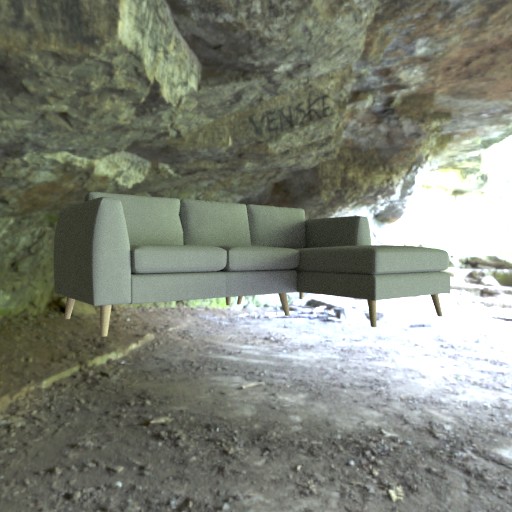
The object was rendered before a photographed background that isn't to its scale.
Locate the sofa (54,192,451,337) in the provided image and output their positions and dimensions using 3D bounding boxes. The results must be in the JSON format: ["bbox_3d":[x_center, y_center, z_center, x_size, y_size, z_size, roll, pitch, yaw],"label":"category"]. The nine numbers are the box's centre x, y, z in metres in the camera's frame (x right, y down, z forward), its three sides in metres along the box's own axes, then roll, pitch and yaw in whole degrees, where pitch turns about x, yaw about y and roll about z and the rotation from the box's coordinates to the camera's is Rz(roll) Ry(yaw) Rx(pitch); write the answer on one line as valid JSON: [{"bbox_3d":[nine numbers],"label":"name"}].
[{"bbox_3d":[0.000,0.000,3.091,2.300,0.860,1.580,0,1,-37],"label":"sofa"}]
